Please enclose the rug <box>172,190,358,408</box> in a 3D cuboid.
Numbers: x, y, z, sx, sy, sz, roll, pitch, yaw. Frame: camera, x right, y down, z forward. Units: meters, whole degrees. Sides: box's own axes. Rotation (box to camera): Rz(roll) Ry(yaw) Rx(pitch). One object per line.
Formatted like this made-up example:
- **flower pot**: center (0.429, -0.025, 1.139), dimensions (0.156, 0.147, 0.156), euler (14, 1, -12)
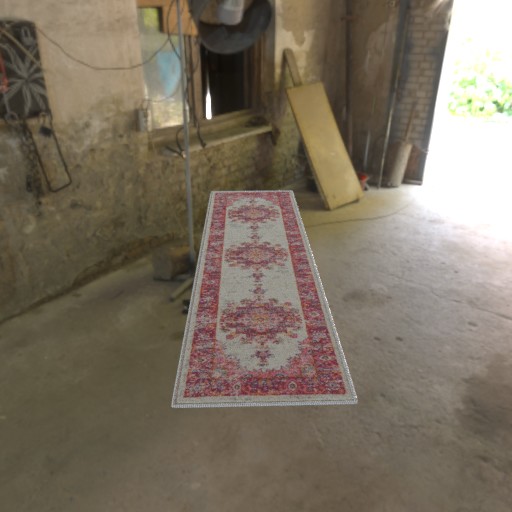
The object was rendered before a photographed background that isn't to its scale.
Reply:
- **rug**: center (0.000, 0.000, 2.581), dimensions (0.666, 0.011, 2.294), euler (-1, 27, -1)
